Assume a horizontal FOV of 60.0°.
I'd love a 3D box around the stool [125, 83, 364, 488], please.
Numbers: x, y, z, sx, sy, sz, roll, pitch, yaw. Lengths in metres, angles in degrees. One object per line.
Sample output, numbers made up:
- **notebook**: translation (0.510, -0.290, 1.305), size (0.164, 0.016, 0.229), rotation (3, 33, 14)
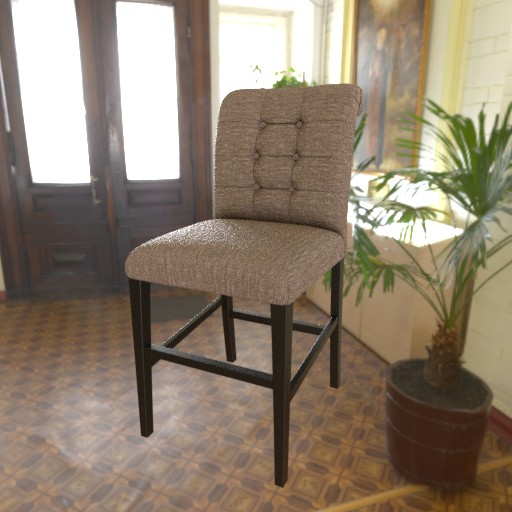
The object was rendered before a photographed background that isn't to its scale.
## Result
- **stool**: translation (0.000, 0.000, 1.291), size (0.457, 0.970, 0.611), rotation (7, 17, 25)
